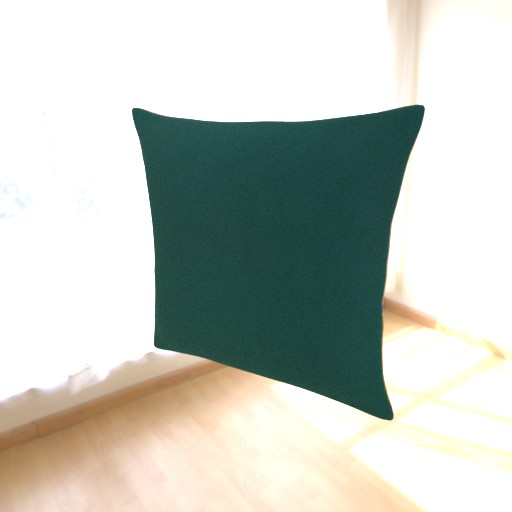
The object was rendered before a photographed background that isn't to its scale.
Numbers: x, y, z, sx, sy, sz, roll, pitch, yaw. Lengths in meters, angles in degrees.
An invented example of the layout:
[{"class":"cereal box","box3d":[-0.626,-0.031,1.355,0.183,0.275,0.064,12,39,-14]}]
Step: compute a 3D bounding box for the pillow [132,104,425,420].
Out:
[{"class":"pillow","box3d":[0.000,0.000,0.791,0.525,0.508,0.166,9,20,27]}]
